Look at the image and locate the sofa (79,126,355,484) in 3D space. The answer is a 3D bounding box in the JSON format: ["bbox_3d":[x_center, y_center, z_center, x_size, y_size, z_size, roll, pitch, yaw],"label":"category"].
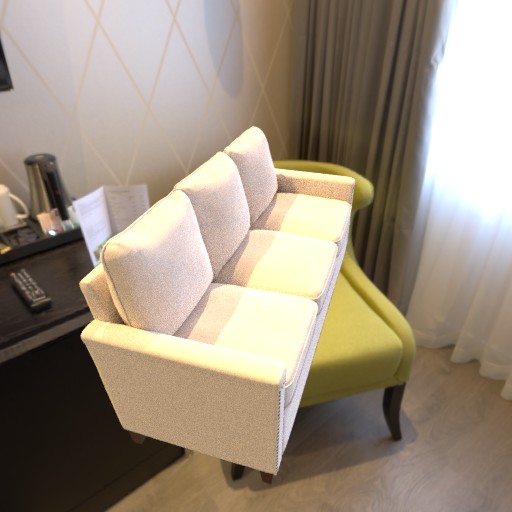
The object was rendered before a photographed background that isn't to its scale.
[{"bbox_3d":[0.000,0.000,2.394,0.828,0.961,1.925,10,32,15],"label":"sofa"}]
